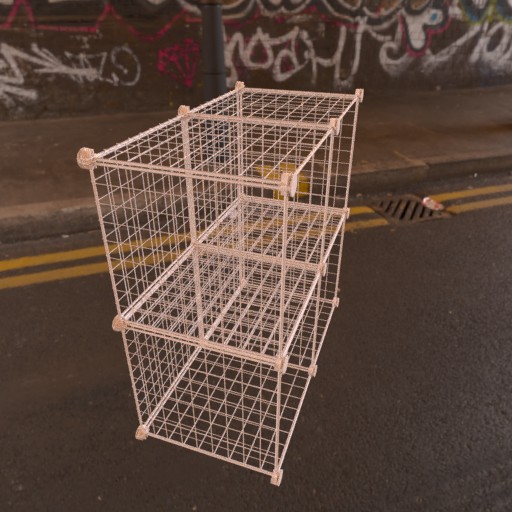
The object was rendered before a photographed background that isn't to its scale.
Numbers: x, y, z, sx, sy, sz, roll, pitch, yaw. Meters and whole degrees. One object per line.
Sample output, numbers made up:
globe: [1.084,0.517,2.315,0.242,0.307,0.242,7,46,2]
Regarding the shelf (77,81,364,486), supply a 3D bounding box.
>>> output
shelf: [0.000,0.000,1.121,0.356,0.711,0.711,10,32,17]
